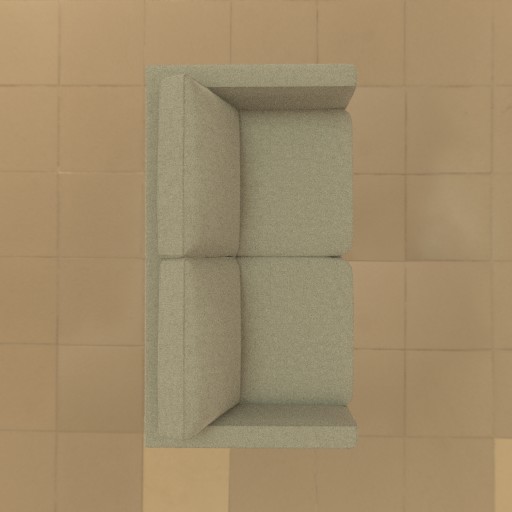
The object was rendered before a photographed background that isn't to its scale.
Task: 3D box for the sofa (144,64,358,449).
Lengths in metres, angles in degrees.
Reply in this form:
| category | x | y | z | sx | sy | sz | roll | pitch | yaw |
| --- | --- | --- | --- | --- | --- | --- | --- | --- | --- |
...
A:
| category | x | y | z | sx | sy | sz | roll | pitch | yaw |
| --- | --- | --- | --- | --- | --- | --- | --- | --- | --- |
| sofa | 0.000 | 0.000 | 2.253 | 1.000 | 0.900 | 1.731 | 0 | 89 | 1 |
